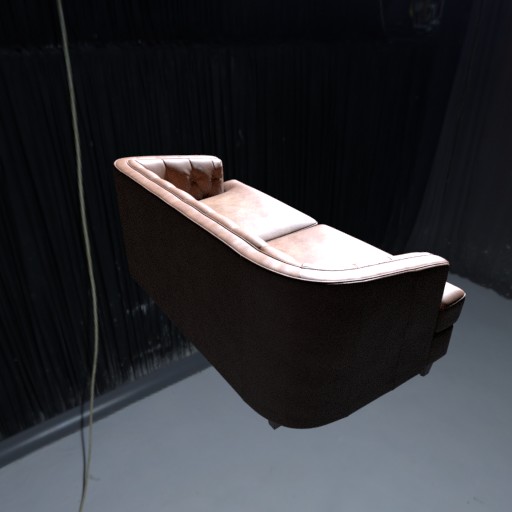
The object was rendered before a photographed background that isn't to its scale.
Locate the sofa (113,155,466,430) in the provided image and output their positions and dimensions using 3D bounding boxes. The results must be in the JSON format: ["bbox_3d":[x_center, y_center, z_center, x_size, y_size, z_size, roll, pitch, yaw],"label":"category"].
[{"bbox_3d":[0.000,0.000,2.247,0.914,0.786,1.755,-19,34,-31],"label":"sofa"}]
